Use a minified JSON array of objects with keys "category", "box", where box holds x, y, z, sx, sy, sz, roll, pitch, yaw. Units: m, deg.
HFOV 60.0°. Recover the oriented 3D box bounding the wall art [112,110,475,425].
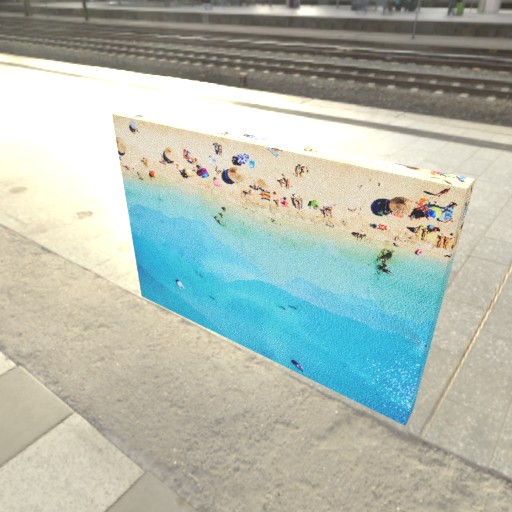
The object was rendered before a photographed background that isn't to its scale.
[{"category":"wall art","box":[0.000,0.000,1.124,0.894,0.595,0.057,20,36,29]}]
